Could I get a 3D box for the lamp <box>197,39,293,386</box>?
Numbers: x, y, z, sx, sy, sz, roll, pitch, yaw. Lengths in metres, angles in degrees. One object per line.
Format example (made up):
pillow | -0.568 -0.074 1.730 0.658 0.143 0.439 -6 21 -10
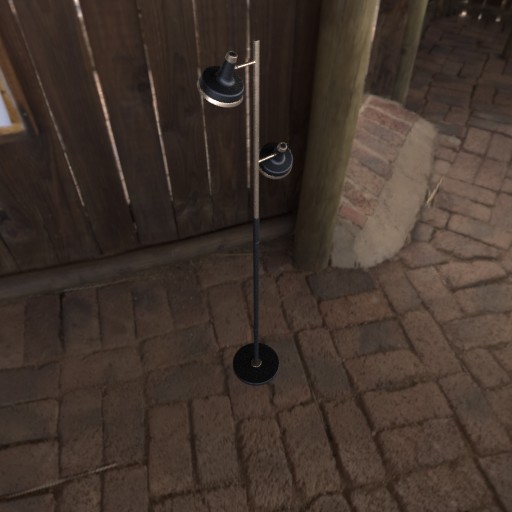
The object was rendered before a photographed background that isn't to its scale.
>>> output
lamp | 0.000 0.000 1.804 0.351 1.674 0.253 -28 52 -25
